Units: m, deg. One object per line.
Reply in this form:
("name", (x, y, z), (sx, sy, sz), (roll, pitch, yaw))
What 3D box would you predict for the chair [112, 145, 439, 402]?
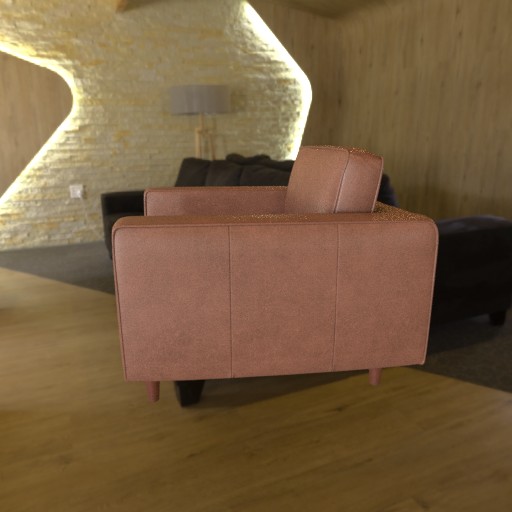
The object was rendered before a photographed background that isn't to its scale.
("chair", (0.000, 0.000, 1.600), (0.900, 0.770, 0.920), (-2, 15, -7))
